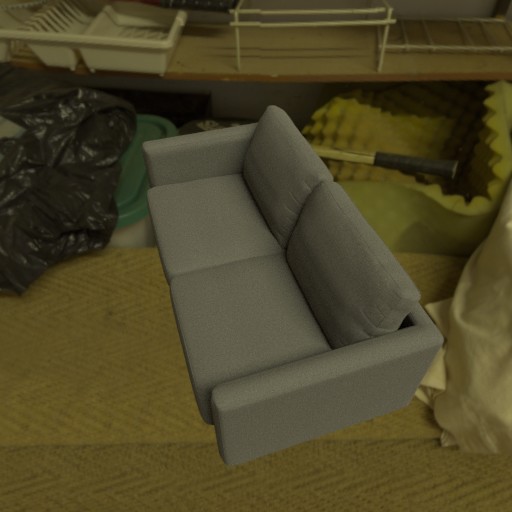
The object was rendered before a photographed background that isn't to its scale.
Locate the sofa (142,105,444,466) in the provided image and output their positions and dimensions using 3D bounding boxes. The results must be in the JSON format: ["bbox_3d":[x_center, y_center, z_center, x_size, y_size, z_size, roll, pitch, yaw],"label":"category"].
[{"bbox_3d":[0.000,0.000,2.276,0.940,0.866,1.713,-13,48,-13],"label":"sofa"}]
